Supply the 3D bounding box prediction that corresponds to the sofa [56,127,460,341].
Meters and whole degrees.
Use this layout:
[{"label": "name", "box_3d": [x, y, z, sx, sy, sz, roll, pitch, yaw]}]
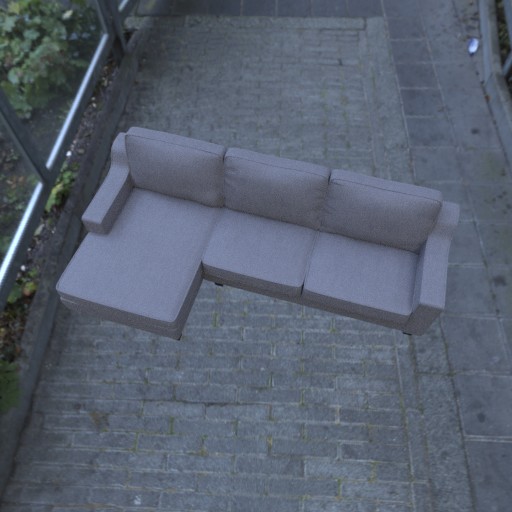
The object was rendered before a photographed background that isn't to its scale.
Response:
[{"label": "sofa", "box_3d": [0.000, 0.000, 3.153, 2.561, 0.928, 1.294, 14, 59, 9]}]
